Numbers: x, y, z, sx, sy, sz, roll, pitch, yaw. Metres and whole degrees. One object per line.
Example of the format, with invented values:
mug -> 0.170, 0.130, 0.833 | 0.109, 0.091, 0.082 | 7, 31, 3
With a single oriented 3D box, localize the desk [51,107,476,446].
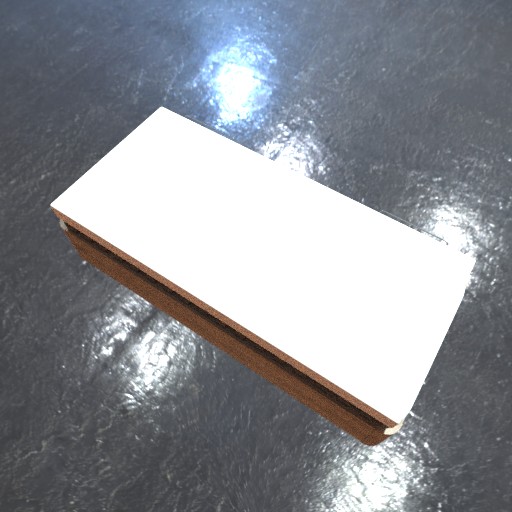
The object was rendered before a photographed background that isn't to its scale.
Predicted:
desk -> 0.000, 0.000, 2.272 | 1.900, 0.455, 0.900 | 30, 63, 17
